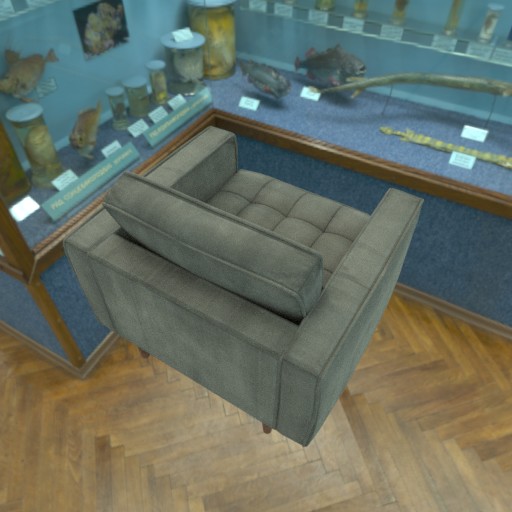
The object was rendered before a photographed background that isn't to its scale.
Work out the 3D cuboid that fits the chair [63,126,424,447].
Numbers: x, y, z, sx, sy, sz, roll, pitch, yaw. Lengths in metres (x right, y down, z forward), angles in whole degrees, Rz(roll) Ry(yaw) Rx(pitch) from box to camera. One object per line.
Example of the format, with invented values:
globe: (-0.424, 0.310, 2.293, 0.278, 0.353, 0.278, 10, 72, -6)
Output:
chair: (0.000, 0.000, 1.564, 0.928, 0.773, 0.843, 24, 52, 21)
